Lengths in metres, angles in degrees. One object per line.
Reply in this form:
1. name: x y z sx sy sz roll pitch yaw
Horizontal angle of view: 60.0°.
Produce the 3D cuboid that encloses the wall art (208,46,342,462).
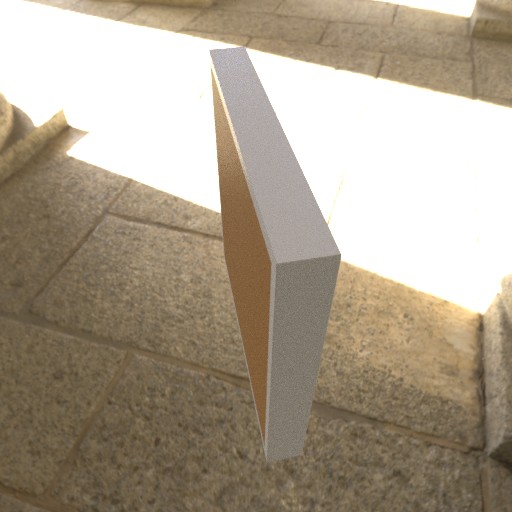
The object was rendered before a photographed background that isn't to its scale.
1. wall art: 0.000 0.000 0.460 0.038 0.305 0.305 -8 47 -8
